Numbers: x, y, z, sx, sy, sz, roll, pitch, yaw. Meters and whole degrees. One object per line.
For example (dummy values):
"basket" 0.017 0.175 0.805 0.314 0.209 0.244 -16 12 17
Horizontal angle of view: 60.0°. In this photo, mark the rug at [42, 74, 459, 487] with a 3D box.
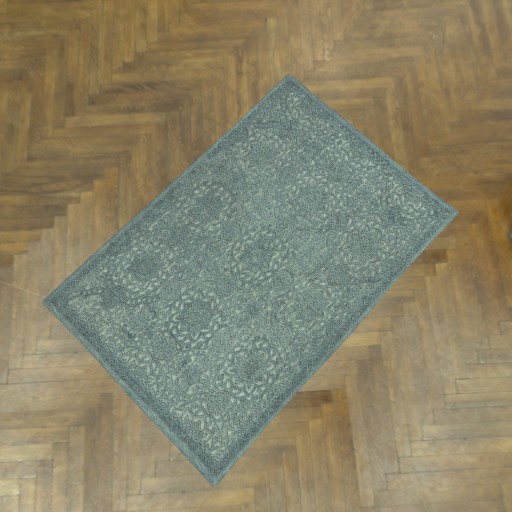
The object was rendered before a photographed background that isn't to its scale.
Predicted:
"rug" 0.000 0.000 2.275 1.224 0.016 1.830 43 79 10
